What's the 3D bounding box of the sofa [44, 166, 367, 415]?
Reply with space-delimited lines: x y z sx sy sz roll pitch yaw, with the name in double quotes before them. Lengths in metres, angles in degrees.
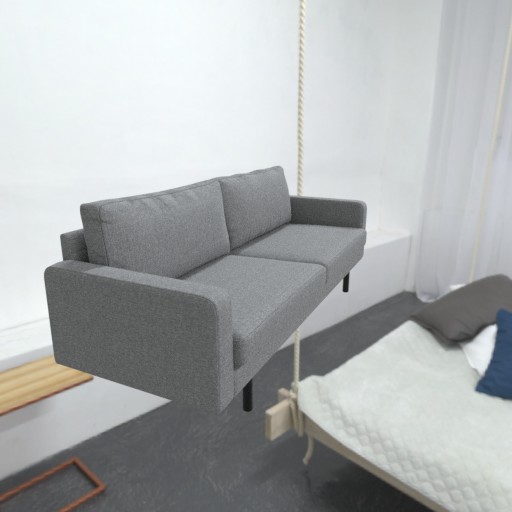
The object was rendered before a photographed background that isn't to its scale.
"sofa" 0.000 0.000 2.618 0.880 0.880 2.200 8 18 25
